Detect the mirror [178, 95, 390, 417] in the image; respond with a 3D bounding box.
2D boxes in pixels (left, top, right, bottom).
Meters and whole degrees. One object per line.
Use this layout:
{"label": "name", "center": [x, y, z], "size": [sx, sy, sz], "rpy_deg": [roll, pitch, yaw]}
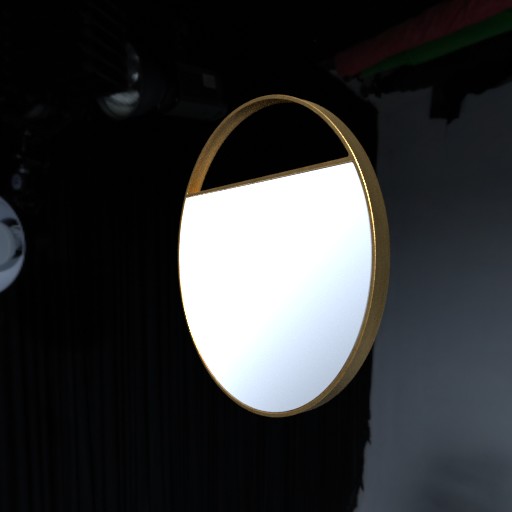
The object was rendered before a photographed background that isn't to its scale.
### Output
{"label": "mirror", "center": [0.000, 0.000, 0.818], "size": [0.032, 0.565, 0.565], "rpy_deg": [0, 0, -37]}
